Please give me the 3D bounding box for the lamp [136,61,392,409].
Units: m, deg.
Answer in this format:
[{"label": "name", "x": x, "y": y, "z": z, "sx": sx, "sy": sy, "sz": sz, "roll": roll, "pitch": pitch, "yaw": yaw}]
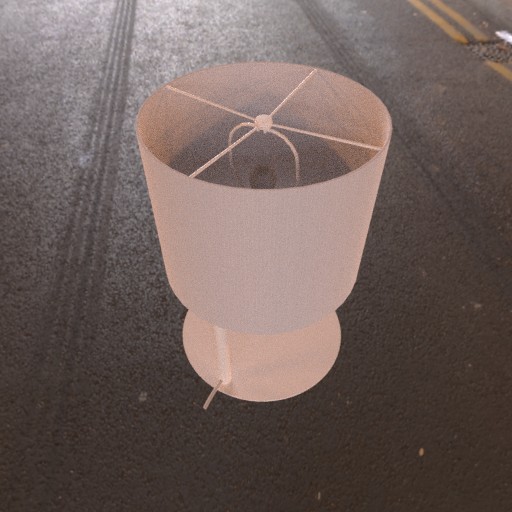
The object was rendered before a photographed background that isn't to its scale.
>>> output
[{"label": "lamp", "x": 0.000, "y": 0.000, "z": 0.678, "sx": 0.299, "sy": 0.454, "sz": 0.341, "roll": 23, "pitch": 50, "yaw": 21}]
